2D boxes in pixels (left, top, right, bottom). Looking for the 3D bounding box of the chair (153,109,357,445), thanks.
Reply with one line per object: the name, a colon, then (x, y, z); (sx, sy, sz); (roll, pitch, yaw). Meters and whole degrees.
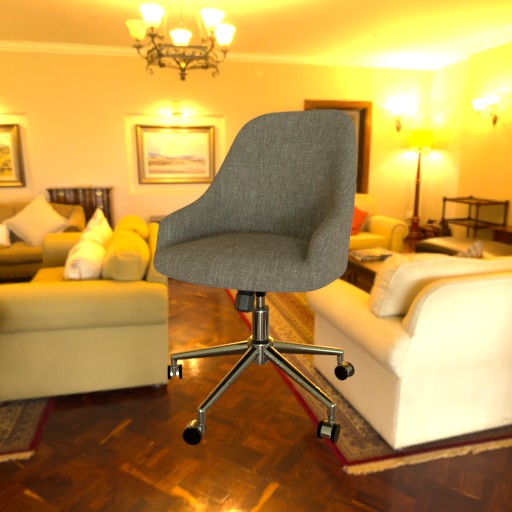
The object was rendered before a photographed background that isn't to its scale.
chair: (0.000, 0.000, 1.427); (0.671, 0.950, 0.712); (6, 14, 27)
